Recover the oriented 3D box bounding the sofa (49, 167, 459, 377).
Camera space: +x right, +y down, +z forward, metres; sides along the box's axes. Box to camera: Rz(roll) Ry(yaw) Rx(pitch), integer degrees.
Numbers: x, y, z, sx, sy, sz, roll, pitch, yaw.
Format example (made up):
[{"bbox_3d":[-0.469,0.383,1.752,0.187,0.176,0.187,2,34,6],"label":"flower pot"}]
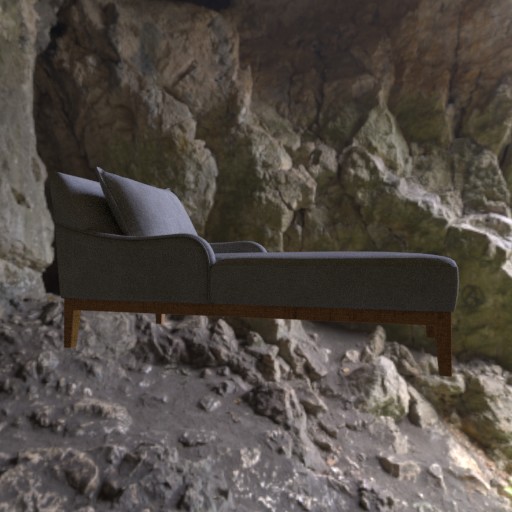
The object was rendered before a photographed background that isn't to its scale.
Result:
[{"bbox_3d":[0.000,0.000,2.228,1.779,0.859,0.894,0,-1,18],"label":"sofa"}]
